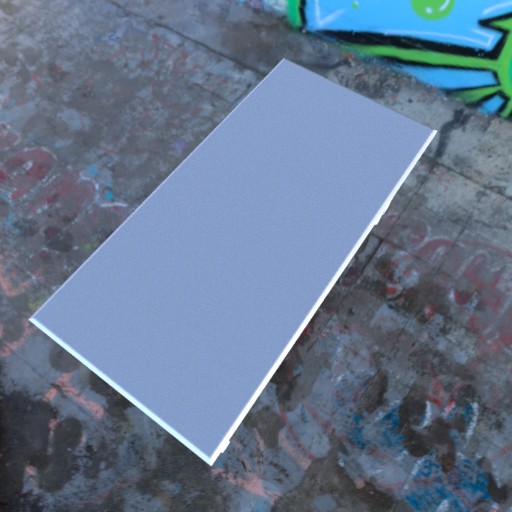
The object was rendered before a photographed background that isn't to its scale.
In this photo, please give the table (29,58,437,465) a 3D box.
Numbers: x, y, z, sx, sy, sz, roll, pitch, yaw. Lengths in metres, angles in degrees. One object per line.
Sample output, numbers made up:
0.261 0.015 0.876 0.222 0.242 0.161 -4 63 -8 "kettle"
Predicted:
0.000 0.000 1.413 0.551 0.506 1.109 32 67 15 "table"
